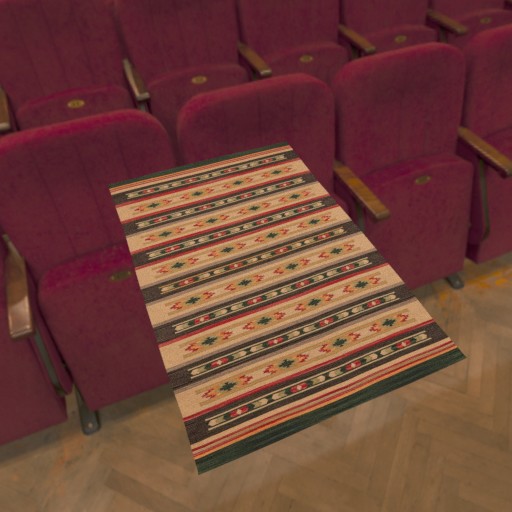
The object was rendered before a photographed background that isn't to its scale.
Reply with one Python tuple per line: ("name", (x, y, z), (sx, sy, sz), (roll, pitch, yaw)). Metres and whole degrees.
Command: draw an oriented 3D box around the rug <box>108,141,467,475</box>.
("rug", (0.000, 0.000, 2.331), (1.221, 0.009, 1.825), (-17, 50, -15))
